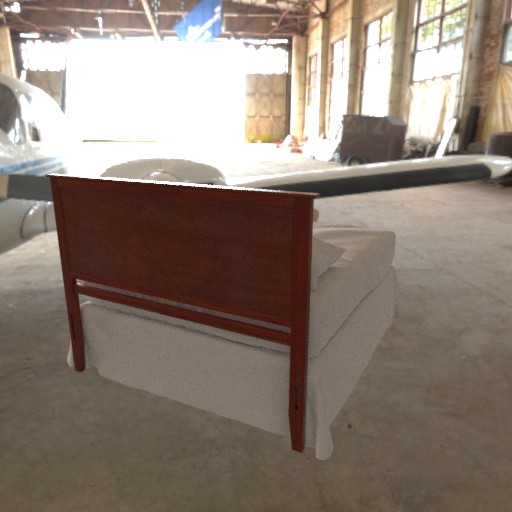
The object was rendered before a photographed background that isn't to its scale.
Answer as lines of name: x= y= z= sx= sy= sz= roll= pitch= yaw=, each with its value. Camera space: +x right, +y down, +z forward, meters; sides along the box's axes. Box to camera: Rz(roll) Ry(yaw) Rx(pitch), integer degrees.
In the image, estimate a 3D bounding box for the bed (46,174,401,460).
bed: x=0.000 y=0.000 z=3.204 sx=1.870 sy=1.270 sz=2.050 roll=9 pitch=19 yaw=27
